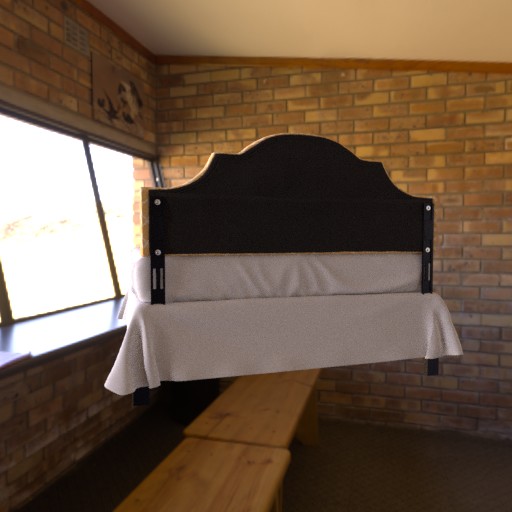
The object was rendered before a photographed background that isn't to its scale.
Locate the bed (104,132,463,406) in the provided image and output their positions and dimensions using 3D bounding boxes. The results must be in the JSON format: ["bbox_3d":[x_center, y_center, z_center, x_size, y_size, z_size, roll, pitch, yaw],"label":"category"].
[{"bbox_3d":[0.000,0.000,3.691,2.314,1.601,2.222,-1,3,-16],"label":"bed"}]
